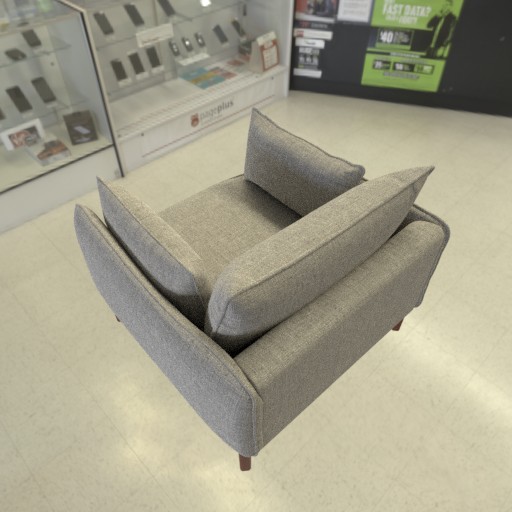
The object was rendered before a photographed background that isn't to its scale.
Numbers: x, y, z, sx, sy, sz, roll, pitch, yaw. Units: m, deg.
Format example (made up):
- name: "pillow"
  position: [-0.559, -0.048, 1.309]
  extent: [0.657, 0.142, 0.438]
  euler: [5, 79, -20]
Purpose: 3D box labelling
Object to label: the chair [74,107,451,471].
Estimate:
- name: "chair"
  position: [0.000, 0.000, 1.648]
  extent: [0.993, 0.839, 0.976]
  euler: [-33, 54, -28]
